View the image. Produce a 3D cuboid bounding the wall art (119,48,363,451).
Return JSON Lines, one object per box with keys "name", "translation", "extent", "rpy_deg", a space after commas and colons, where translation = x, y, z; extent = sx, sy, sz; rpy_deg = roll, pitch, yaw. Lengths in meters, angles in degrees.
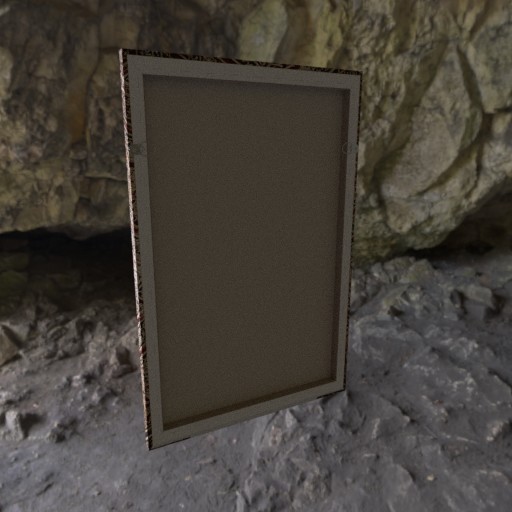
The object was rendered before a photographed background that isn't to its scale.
{"name": "wall art", "translation": [0.000, 0.000, 0.736], "extent": [0.397, 0.599, 0.020], "rpy_deg": [-7, 16, -26]}
